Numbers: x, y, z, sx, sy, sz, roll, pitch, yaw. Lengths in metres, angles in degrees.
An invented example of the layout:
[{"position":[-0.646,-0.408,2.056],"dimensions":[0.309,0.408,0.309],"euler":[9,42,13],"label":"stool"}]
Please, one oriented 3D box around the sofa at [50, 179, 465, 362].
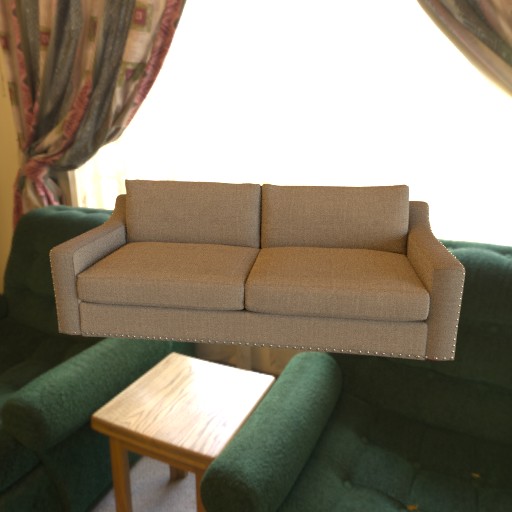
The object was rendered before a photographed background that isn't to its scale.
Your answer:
[{"position":[0.000,0.000,2.772],"dimensions":[2.208,0.857,1.000],"euler":[2,17,8],"label":"sofa"}]
